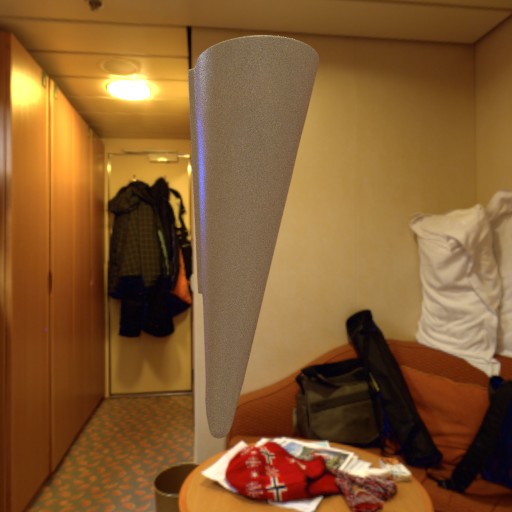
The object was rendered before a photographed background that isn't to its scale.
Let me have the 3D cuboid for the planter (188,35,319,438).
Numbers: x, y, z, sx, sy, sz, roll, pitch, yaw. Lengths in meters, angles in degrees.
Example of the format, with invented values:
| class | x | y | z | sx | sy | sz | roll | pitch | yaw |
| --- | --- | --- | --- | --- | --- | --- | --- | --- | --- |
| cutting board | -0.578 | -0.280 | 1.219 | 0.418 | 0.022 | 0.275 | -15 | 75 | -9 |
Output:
| class | x | y | z | sx | sy | sz | roll | pitch | yaw |
| --- | --- | --- | --- | --- | --- | --- | --- | --- | --- |
| planter | 0.000 | 0.000 | 0.221 | 0.064 | 0.191 | 0.057 | -1 | -1 | 36 |
